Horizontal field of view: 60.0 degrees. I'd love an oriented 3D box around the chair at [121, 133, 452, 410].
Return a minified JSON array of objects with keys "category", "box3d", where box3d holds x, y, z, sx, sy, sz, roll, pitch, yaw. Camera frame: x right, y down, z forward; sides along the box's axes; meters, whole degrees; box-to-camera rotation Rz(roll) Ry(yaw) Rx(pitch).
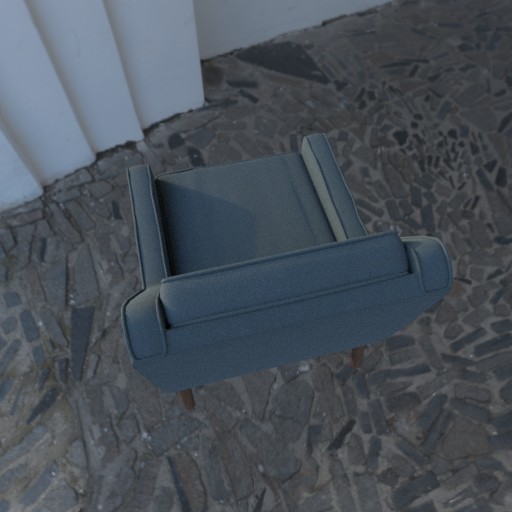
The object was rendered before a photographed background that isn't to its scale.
[{"category":"chair","box3d":[0.000,0.000,1.309,0.663,0.780,0.733,-12,59,-7]}]
